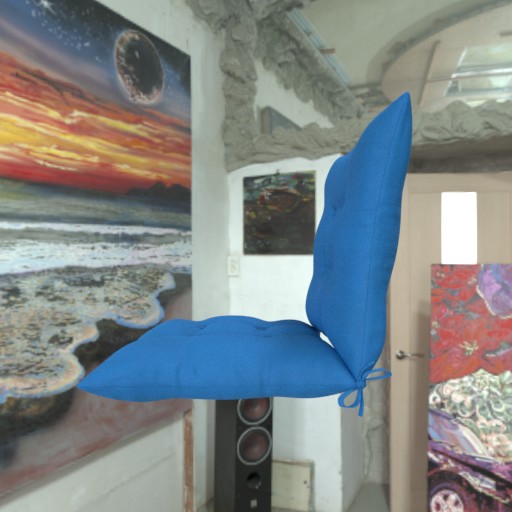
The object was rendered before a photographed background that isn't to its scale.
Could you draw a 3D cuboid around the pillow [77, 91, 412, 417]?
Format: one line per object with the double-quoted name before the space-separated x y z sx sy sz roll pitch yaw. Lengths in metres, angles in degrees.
"pillow" 0.000 0.000 0.970 0.585 0.536 0.541 0 0 0
